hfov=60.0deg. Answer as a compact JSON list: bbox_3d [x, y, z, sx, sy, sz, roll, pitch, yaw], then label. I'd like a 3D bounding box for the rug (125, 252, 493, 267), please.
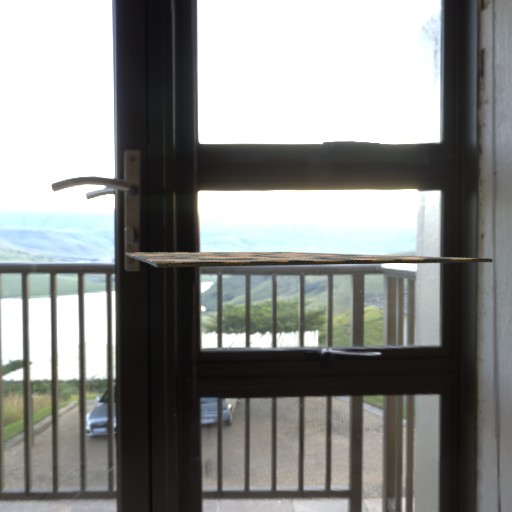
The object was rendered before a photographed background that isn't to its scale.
[{"bbox_3d":[0.000,0.000,2.300,1.235,0.014,1.829,0,1,-19],"label":"rug"}]
